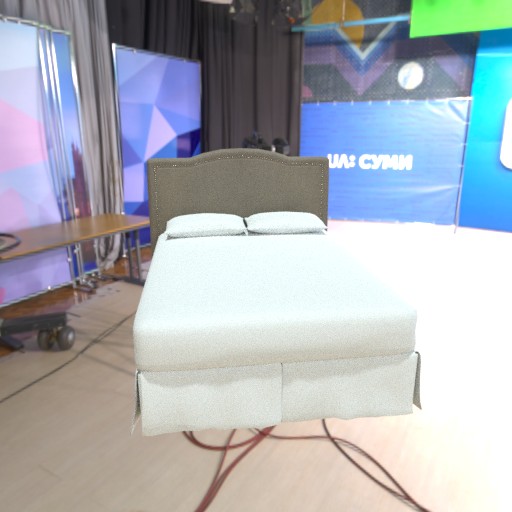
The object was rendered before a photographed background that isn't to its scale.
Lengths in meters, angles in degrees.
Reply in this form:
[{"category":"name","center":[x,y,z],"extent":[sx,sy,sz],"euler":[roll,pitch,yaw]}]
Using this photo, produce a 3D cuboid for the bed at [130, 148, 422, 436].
[{"category":"bed","center":[0.000,0.000,3.315],"extent":[1.744,1.441,2.128],"euler":[-2,17,-7]}]
